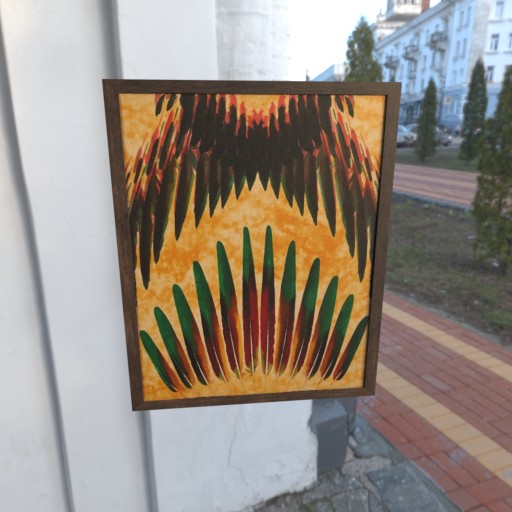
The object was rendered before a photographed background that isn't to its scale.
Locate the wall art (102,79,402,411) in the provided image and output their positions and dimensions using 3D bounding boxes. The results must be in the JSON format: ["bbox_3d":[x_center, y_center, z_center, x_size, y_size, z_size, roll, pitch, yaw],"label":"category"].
[{"bbox_3d":[0.000,0.000,0.553,0.329,0.406,0.027,-2,16,-6],"label":"wall art"}]
